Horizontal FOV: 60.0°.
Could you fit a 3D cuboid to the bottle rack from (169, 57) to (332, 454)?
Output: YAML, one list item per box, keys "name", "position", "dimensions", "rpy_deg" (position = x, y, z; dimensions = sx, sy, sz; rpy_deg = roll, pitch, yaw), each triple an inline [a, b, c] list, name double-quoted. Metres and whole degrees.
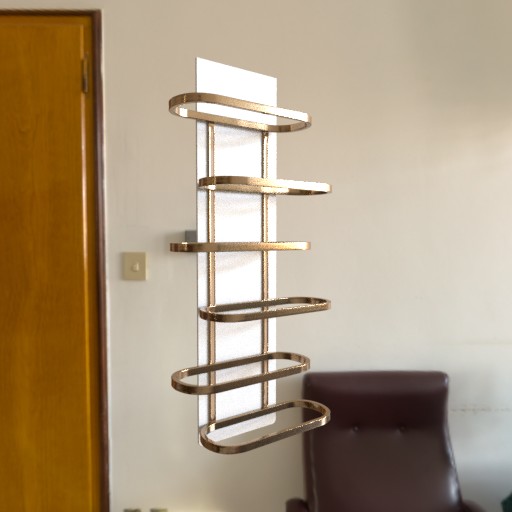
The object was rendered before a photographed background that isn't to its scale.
- name: "bottle rack"
  position: [0.000, 0.000, 0.814]
  dimensions: [0.332, 0.709, 0.118]
  rpy_deg: [-2, 3, -36]
